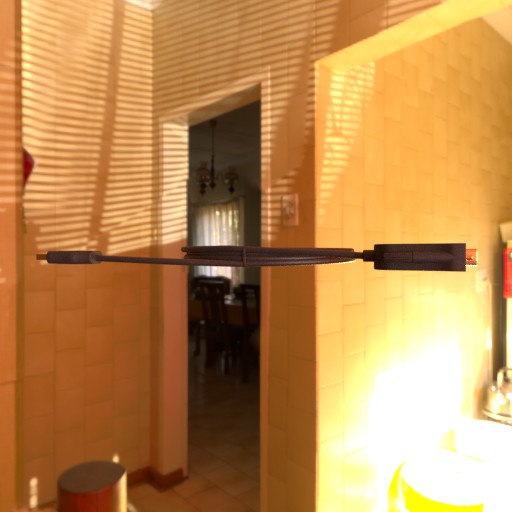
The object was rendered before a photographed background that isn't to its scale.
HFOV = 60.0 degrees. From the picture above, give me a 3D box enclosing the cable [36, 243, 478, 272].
[{"bbox_3d":[0.000,0.000,0.332,0.281,0.015,0.136,0,0,17],"label":"cable"}]
